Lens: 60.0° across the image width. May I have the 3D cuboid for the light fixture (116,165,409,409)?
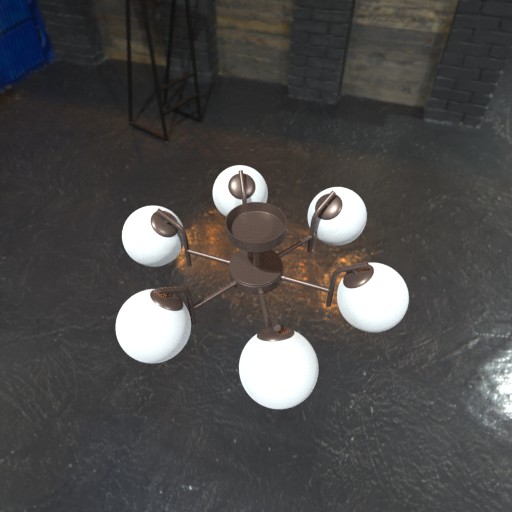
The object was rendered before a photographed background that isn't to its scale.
[{"bbox_3d":[0.000,0.000,0.967,0.662,0.201,0.662,0,46,0],"label":"light fixture"}]
